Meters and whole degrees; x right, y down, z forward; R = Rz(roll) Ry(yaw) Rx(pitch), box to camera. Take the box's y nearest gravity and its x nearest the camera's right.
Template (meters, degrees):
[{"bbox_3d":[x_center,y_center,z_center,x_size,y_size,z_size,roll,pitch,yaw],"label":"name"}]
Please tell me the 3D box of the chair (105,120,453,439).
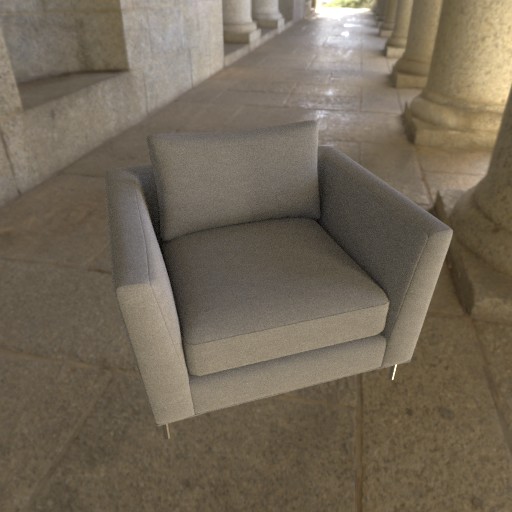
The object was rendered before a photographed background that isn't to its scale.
[{"bbox_3d":[0.000,0.000,1.735,1.041,0.864,0.889,-10,33,-15],"label":"chair"}]
